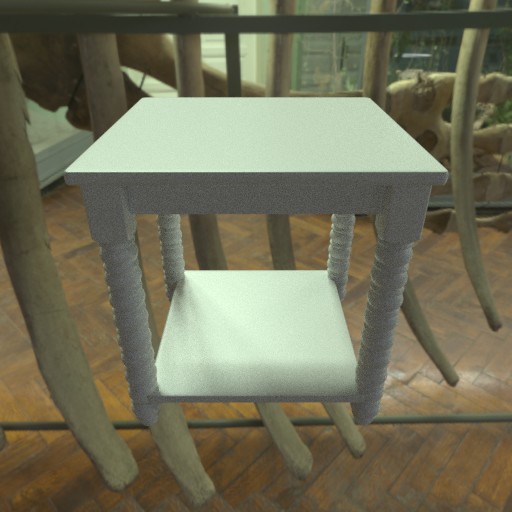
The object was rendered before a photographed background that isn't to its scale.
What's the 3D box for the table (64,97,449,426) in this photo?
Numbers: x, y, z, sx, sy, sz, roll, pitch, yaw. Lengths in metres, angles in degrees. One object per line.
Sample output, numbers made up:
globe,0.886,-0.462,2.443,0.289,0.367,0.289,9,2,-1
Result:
table,0.000,0.000,0.961,0.533,0.563,0.500,0,31,0
